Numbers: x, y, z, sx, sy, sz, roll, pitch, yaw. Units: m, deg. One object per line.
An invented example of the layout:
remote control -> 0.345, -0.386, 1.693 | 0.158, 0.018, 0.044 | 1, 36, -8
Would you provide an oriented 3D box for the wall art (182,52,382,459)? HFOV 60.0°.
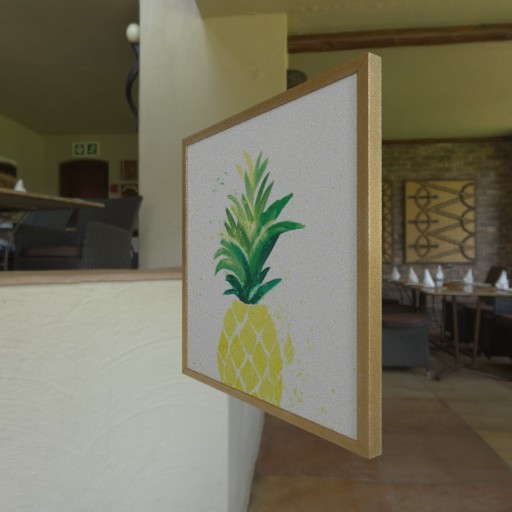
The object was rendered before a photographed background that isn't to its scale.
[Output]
wall art -> 0.000, 0.000, 1.144 | 0.037, 0.760, 0.762 | 0, 0, -36
